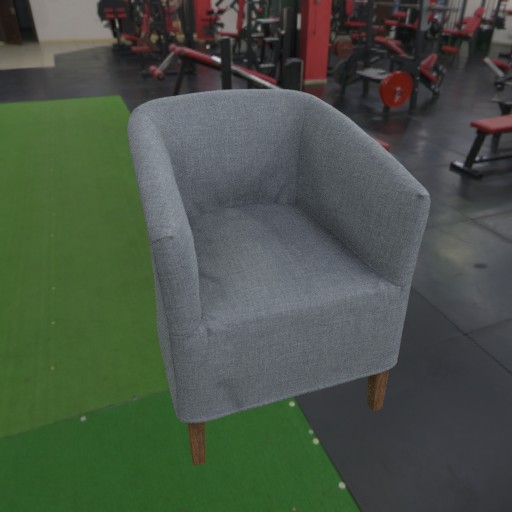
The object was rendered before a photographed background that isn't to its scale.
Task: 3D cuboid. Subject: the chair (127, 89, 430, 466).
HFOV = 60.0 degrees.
[{"bbox_3d":[0.000,0.000,1.248,0.600,0.771,0.668,-10,34,-16],"label":"chair"}]
